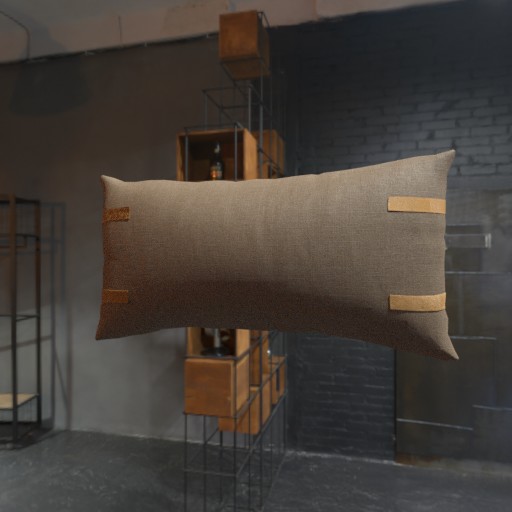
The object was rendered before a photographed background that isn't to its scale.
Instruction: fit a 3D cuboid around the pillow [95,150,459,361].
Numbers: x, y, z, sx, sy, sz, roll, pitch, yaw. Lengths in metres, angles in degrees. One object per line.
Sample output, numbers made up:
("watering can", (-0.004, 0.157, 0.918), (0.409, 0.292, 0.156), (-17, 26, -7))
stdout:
("pillow", (0.000, 0.000, 0.728), (0.612, 0.308, 0.148), (0, -1, 16))
